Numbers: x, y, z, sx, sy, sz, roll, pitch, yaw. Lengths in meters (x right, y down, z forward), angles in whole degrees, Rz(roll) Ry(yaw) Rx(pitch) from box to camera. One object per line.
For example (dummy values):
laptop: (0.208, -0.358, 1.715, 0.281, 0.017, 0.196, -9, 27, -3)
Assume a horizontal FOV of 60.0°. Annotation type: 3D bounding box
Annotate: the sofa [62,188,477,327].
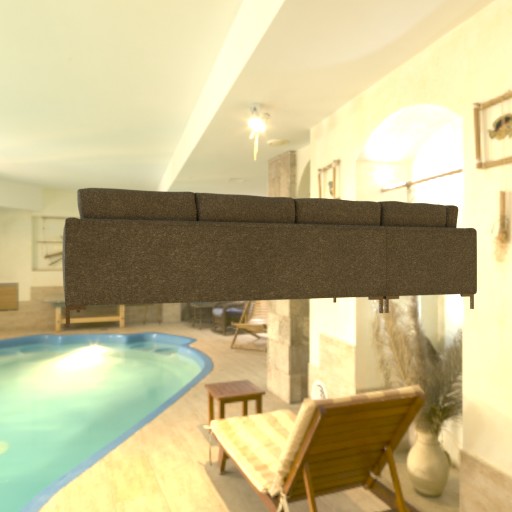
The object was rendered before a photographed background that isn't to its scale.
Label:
sofa: (0.000, 0.000, 3.863, 2.949, 0.815, 2.007, 0, 0, -18)
